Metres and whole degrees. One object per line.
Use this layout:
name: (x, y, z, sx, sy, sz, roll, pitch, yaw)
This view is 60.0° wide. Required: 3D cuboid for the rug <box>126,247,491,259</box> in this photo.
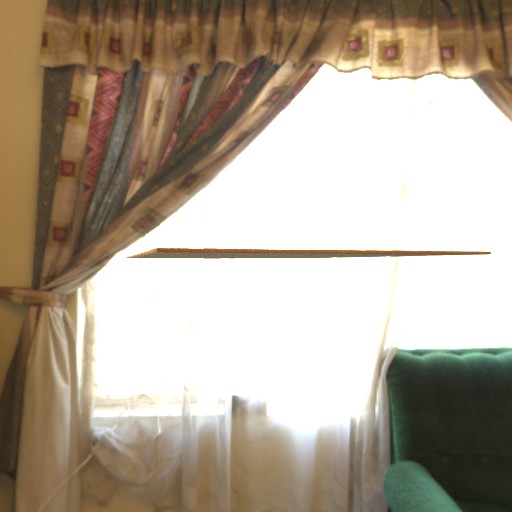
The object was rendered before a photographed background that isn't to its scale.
rug: (0.000, 0.000, 2.308, 1.219, 0.014, 1.829, 0, -1, -19)
